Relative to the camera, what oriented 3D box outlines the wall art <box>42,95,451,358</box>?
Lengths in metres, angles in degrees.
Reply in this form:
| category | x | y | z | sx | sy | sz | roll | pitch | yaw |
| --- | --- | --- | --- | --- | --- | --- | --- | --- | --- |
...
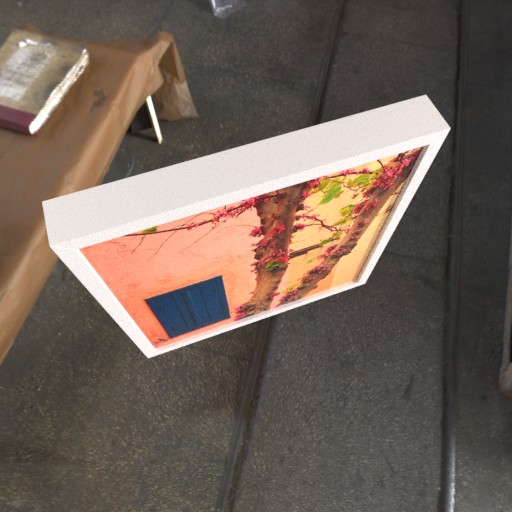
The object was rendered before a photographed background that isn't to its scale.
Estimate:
| category | x | y | z | sx | sy | sz | roll | pitch | yaw |
| --- | --- | --- | --- | --- | --- | --- | --- | --- | --- |
| wall art | 0.000 | 0.000 | 0.460 | 0.305 | 0.302 | 0.038 | -18 | 64 | -9 |
